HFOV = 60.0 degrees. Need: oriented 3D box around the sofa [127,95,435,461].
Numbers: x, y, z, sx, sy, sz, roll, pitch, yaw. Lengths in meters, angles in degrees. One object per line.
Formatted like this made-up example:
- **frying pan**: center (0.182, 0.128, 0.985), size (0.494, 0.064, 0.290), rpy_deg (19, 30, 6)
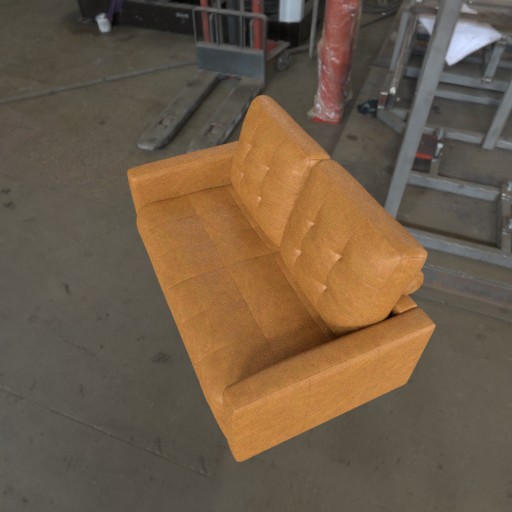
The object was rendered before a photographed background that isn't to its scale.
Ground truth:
- **sofa**: center (0.000, 0.000, 2.008), size (0.868, 0.898, 1.430), rpy_deg (-18, 49, -17)
